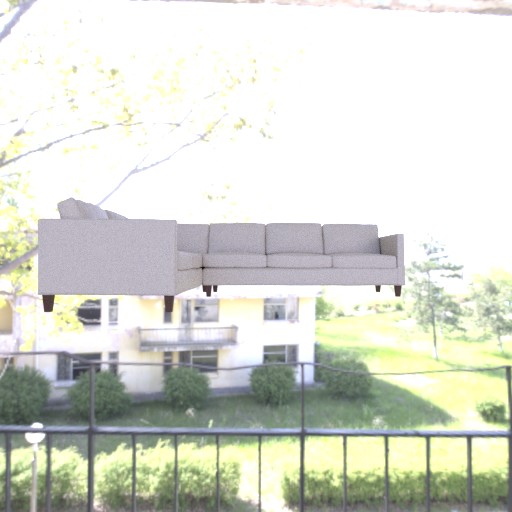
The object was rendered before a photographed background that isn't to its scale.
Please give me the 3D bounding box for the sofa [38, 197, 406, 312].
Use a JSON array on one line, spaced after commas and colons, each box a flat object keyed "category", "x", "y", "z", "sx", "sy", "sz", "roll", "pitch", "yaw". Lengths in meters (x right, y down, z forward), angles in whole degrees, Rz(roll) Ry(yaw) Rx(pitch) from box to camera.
[{"category": "sofa", "x": 0.000, "y": 0.000, "z": 4.415, "sx": 3.182, "sy": 0.863, "sz": 2.432, "roll": 0, "pitch": -1, "yaw": 0}]
